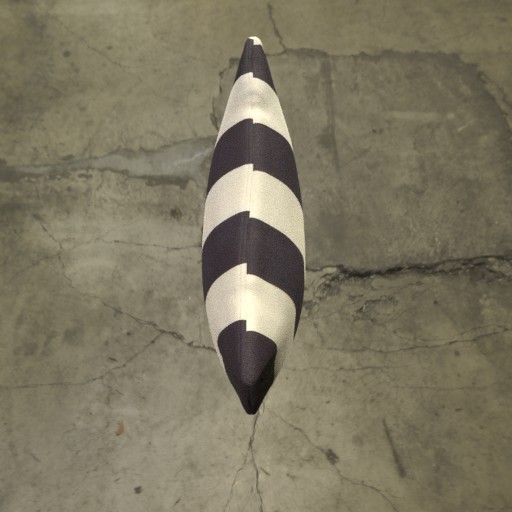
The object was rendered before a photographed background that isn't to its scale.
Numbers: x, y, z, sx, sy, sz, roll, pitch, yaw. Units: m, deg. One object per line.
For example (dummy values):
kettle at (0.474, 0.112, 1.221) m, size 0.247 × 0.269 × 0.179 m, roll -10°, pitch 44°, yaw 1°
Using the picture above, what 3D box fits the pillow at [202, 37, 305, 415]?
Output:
pillow at (0.000, 0.000, 0.812) m, size 0.189 × 0.526 × 0.536 m, roll -1°, pitch 65°, yaw 0°
